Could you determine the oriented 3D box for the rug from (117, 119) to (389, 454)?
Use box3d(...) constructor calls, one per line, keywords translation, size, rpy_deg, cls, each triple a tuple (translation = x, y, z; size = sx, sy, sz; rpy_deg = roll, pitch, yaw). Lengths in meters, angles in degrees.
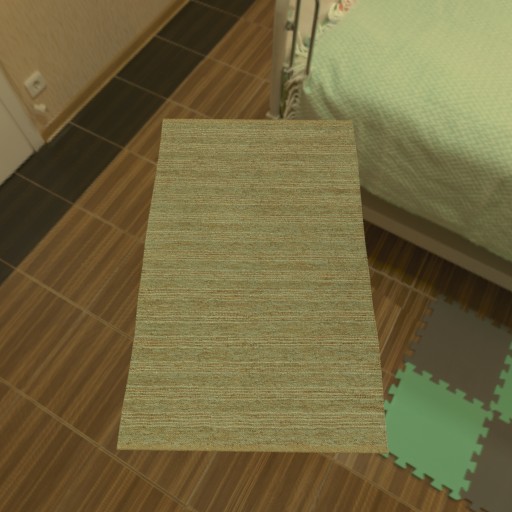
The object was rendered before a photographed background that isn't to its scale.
box3d(translation=(0.000, 0.000, 3.025), size=(1.540, 0.012, 2.448), rpy_deg=(1, 64, 0), cls="rug")
